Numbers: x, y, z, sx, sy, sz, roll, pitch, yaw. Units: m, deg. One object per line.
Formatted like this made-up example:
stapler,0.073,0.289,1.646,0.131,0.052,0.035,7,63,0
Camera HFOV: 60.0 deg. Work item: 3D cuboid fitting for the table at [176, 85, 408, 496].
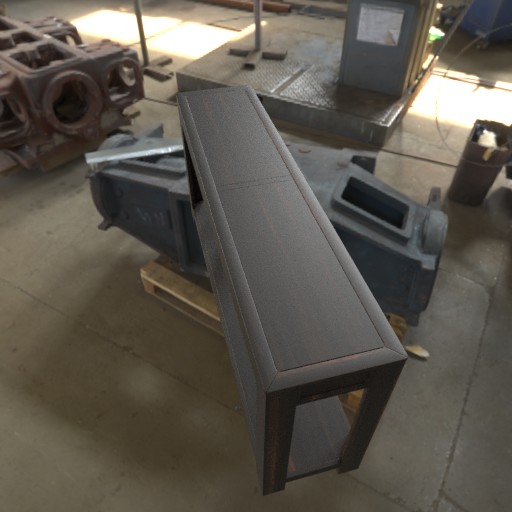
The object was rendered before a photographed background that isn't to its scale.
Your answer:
table,0.000,0.000,1.905,0.384,0.762,1.631,-11,46,-10
